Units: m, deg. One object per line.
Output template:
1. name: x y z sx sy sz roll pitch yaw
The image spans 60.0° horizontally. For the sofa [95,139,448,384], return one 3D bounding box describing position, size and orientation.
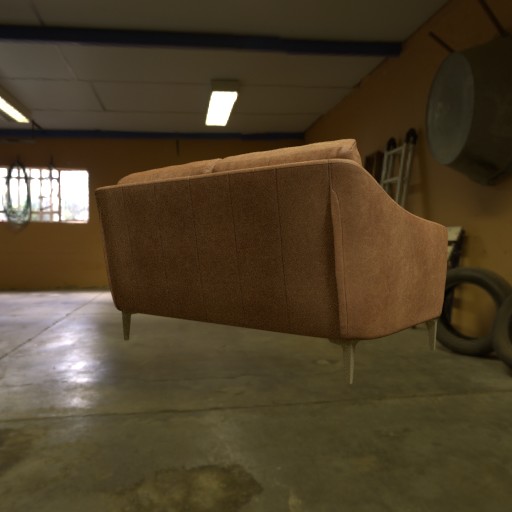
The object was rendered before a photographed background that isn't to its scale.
1. sofa: 0.000 0.000 2.224 1.619 0.902 0.960 1 2 36
